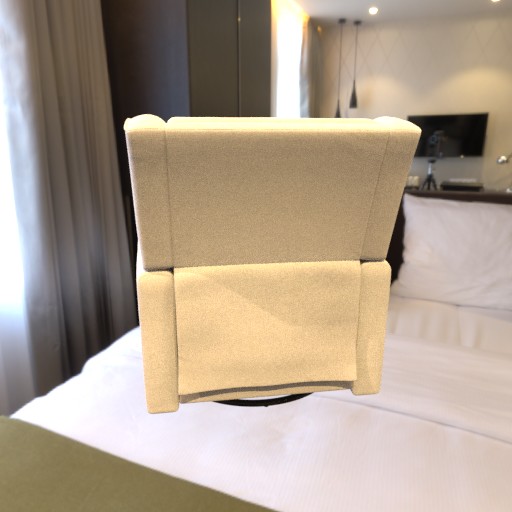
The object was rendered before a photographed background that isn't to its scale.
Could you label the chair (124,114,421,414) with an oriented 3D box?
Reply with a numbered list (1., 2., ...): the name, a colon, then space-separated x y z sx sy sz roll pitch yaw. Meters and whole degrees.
1. chair: 0.000 0.000 1.648 0.906 0.967 0.854 -2 15 -9
